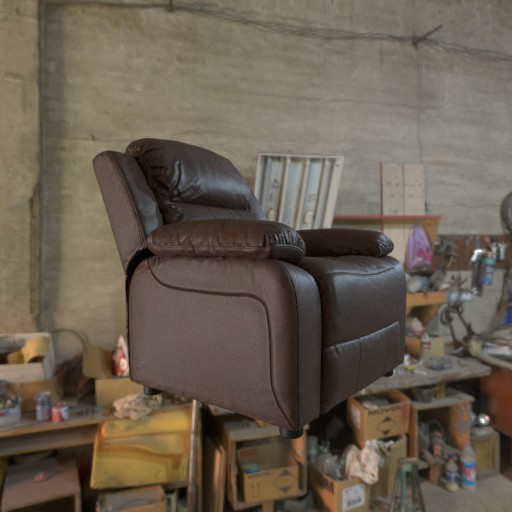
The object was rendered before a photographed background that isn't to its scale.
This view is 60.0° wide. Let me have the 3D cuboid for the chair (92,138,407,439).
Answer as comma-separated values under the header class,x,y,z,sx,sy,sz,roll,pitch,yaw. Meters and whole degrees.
class,x,y,z,sx,sy,sz,roll,pitch,yaw
chair,0.000,0.000,1.249,0.707,0.702,0.680,1,1,36
